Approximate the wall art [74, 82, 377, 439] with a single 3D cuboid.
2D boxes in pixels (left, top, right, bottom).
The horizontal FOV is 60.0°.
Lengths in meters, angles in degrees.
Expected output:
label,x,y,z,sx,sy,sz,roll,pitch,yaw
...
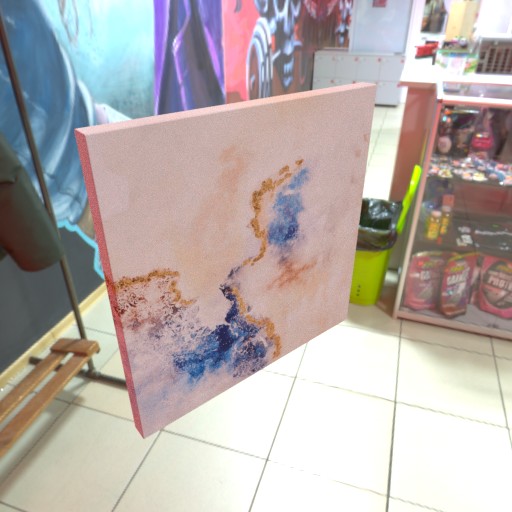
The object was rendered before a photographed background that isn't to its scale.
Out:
label,x,y,z,sx,sy,sz,roll,pitch,yaw
wall art,0.000,0.000,1.586,1.061,1.061,0.071,-22,37,-33
